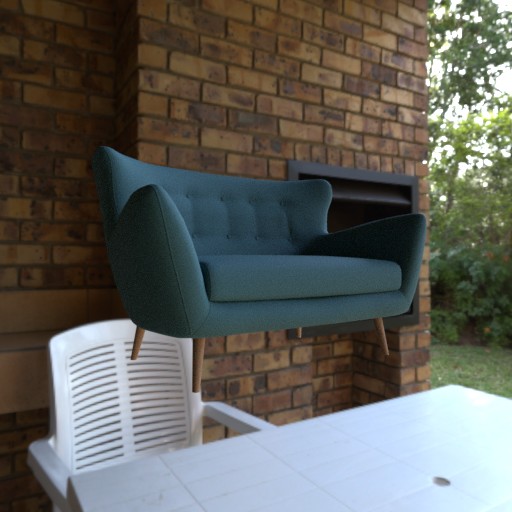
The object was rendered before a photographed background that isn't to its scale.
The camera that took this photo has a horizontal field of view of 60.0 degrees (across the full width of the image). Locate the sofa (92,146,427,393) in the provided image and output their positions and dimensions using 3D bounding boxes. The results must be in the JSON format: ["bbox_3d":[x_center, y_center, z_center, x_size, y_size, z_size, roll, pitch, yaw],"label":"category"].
[{"bbox_3d":[0.000,0.000,1.990,1.397,0.889,0.889,1,-1,-36],"label":"sofa"}]
